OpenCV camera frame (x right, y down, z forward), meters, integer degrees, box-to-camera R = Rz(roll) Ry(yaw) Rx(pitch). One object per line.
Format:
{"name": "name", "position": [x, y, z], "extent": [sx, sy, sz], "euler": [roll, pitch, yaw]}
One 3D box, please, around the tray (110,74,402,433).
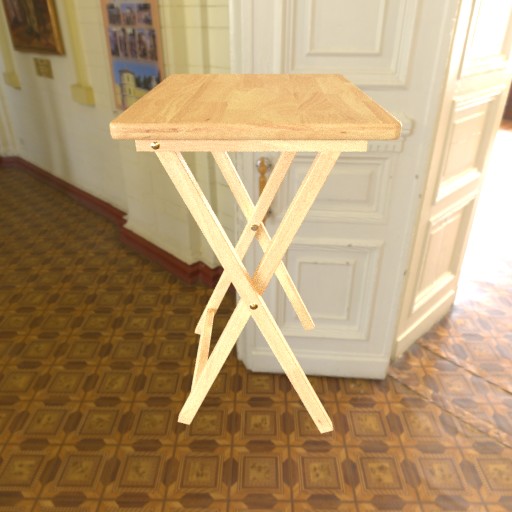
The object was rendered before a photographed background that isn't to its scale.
{"name": "tray", "position": [0.000, 0.000, 0.939], "extent": [0.381, 0.660, 0.483], "euler": [0, 29, 0]}
